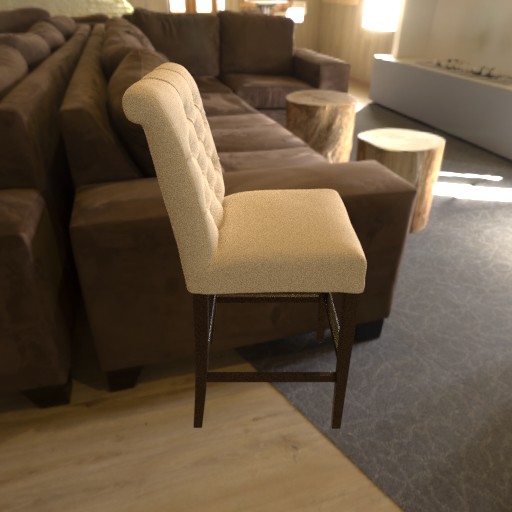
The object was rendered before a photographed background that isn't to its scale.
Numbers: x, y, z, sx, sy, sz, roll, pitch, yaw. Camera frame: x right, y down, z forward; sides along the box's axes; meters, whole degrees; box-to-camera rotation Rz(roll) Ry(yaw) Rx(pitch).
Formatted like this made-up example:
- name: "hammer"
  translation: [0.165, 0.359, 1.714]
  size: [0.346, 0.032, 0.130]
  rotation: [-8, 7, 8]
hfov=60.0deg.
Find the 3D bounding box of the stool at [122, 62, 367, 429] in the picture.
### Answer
- name: "stool"
  translation: [0.000, 0.000, 1.438]
  size: [0.610, 1.118, 0.482]
  rotation: [0, 31, 0]
